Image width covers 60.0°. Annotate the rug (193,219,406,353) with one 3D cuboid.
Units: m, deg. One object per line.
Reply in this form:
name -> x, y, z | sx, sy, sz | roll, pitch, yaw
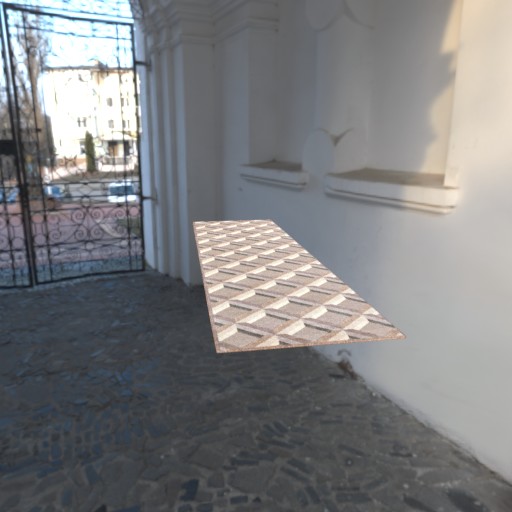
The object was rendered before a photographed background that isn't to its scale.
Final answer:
rug -> 0.000, 0.000, 2.695 | 0.685, 0.013, 2.437 | -2, 15, -9
